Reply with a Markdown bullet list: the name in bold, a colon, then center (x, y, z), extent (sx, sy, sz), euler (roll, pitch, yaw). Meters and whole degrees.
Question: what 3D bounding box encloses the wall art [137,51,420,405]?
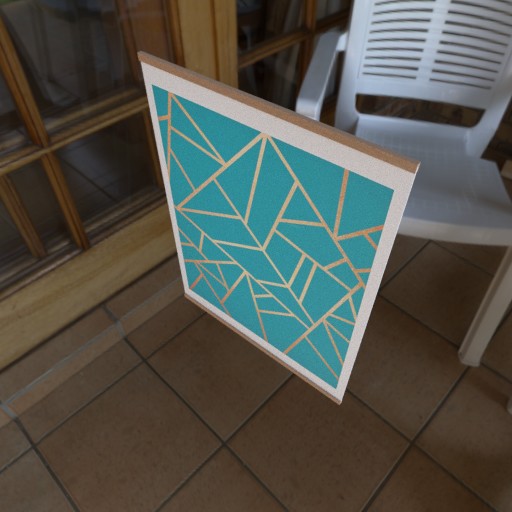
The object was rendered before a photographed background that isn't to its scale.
- **wall art**: center (0.000, 0.000, 1.339), extent (0.758, 1.016, 0.013), euler (31, 55, 25)
